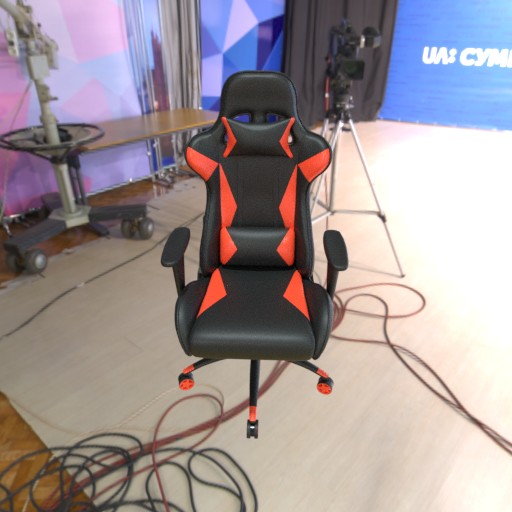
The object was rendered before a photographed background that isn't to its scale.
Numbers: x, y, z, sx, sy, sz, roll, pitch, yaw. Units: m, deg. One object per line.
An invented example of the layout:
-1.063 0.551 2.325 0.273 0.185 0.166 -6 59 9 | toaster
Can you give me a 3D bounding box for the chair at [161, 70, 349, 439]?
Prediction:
0.000 0.000 1.732 0.695 1.282 0.730 1 30 2 | chair
